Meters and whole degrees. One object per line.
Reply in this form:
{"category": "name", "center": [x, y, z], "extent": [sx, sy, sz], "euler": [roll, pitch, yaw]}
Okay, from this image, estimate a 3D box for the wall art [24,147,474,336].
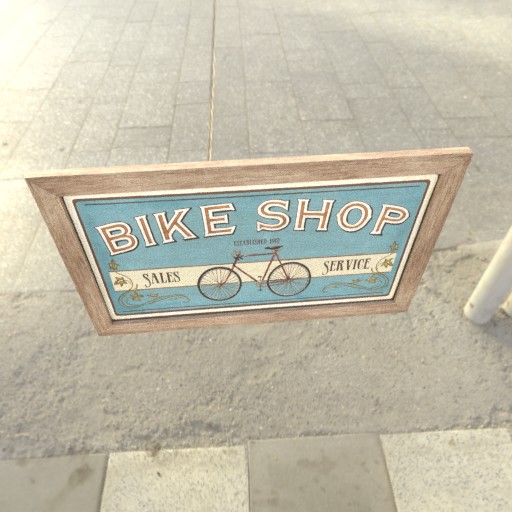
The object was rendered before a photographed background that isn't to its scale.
{"category": "wall art", "center": [0.000, 0.000, 0.947], "extent": [0.780, 0.480, 0.021], "euler": [-4, 47, -4]}
